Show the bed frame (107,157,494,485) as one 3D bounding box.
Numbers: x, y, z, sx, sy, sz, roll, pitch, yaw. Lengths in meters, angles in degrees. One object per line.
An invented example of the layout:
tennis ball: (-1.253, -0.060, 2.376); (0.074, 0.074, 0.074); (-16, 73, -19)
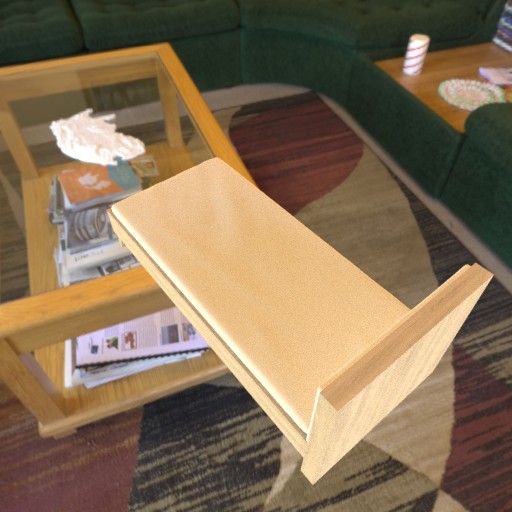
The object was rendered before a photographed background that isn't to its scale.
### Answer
bed frame: (0.000, 0.000, 2.661); (0.990, 0.920, 2.140); (-31, 55, -25)
